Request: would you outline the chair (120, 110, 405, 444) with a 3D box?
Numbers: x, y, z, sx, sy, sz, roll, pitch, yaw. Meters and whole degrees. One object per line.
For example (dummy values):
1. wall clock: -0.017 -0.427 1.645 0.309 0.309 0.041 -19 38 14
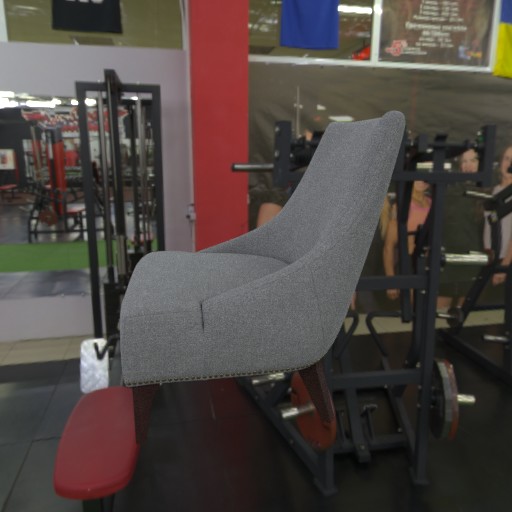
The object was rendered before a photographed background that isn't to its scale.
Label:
1. chair: 0.000 0.000 1.504 0.861 0.909 0.701 -2 13 -9
